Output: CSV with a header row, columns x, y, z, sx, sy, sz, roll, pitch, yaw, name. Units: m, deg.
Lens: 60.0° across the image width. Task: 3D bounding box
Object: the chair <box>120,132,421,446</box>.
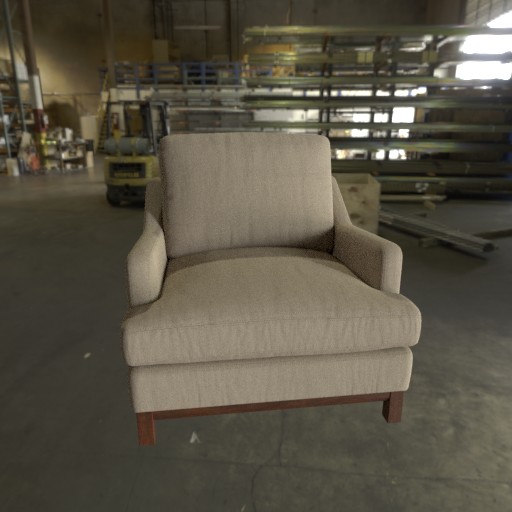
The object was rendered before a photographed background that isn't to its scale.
x,y,z,sx,sy,sz,roll,pitch,yaw,name
0.000,0.000,1.729,0.912,0.916,1.001,-2,17,-7,chair
